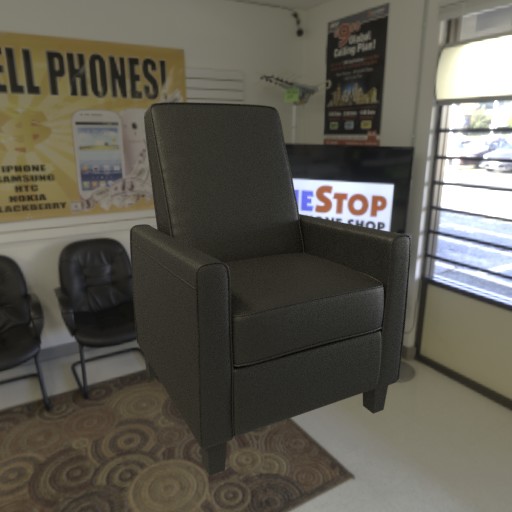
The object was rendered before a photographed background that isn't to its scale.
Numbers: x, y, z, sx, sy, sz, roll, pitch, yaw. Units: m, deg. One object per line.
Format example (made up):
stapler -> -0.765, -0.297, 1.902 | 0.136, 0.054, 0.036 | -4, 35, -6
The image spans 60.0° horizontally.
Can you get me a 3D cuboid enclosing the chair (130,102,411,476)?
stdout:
chair -> 0.000, 0.000, 1.503 | 0.705, 1.013, 0.746 | -8, 18, -27
